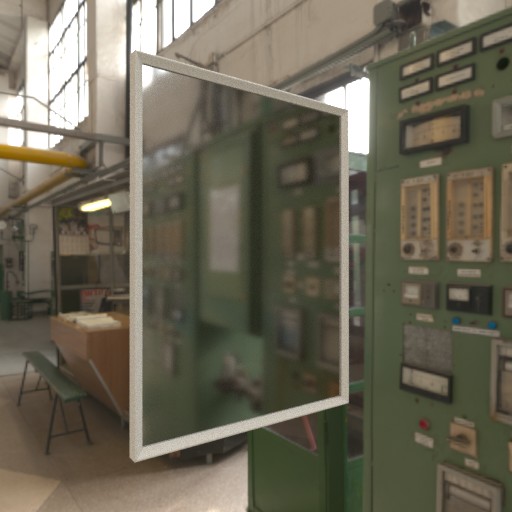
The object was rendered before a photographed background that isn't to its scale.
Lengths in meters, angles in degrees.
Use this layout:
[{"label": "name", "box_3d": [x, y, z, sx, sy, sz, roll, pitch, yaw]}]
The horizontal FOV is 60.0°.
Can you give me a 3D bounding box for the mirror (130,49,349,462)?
[{"label": "mirror", "box_3d": [0.000, 0.000, 1.328, 0.762, 1.016, 0.041, 0, 0, -36]}]
